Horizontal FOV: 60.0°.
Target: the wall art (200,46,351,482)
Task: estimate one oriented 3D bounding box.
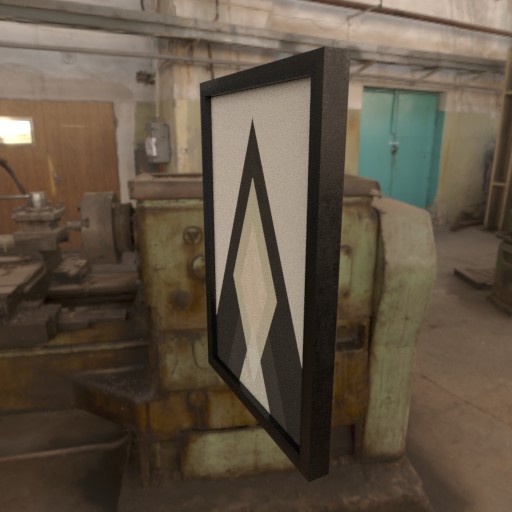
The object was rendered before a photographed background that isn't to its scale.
[{"bbox_3d":[0.000,0.000,0.587,0.031,0.457,0.313,-8,17,-26],"label":"wall art"}]
